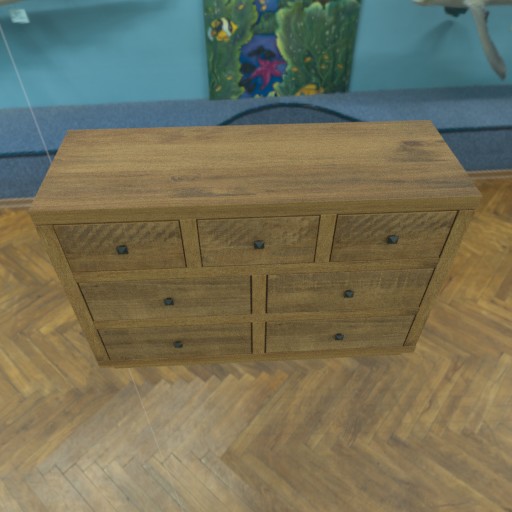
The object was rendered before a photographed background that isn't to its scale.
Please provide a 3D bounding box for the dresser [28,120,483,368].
[{"bbox_3d":[0.000,0.000,1.663,1.261,0.825,0.479,-2,45,-2],"label":"dresser"}]
